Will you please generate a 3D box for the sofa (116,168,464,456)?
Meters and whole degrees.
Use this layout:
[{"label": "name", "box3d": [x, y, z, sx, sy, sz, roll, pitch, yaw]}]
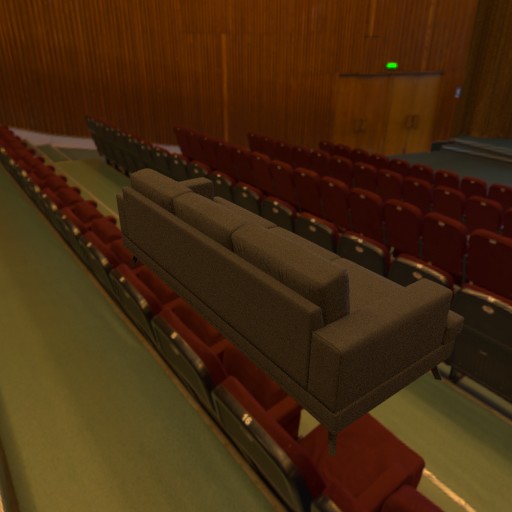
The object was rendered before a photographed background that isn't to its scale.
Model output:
[{"label": "sofa", "box3d": [0.000, 0.000, 2.792, 0.920, 0.810, 2.310, -18, 32, -32]}]
